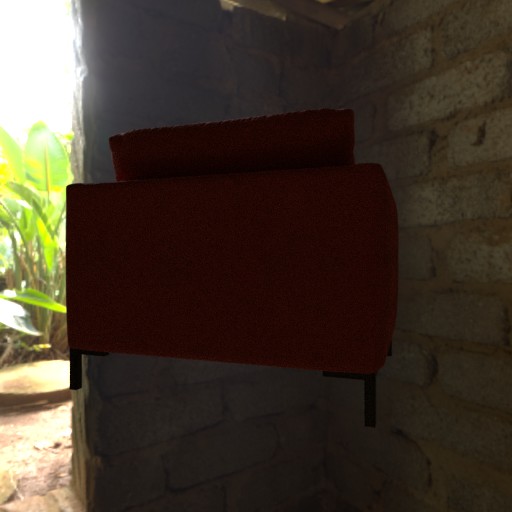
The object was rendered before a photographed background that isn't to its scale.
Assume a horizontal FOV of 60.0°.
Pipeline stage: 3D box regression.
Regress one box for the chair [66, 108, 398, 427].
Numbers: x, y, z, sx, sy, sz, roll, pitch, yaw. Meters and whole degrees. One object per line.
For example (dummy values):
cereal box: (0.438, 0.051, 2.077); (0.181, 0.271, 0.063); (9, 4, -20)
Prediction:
chair: (0.000, 0.000, 1.594); (0.964, 0.812, 0.875); (0, 0, 20)
